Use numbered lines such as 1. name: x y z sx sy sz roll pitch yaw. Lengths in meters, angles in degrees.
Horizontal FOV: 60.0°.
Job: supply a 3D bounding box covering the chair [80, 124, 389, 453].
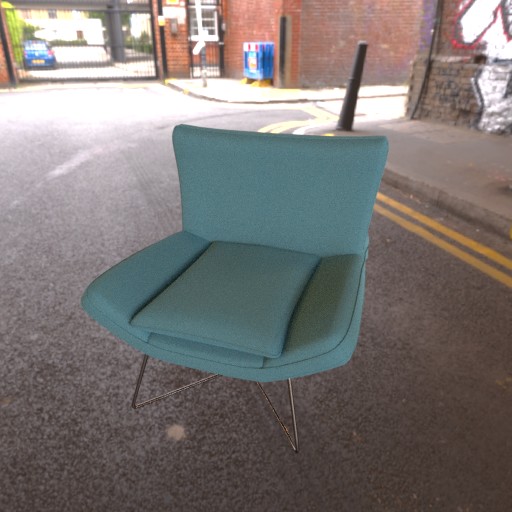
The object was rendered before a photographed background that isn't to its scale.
1. chair: 0.000 0.000 1.669 0.859 0.855 1.008 8 27 17
